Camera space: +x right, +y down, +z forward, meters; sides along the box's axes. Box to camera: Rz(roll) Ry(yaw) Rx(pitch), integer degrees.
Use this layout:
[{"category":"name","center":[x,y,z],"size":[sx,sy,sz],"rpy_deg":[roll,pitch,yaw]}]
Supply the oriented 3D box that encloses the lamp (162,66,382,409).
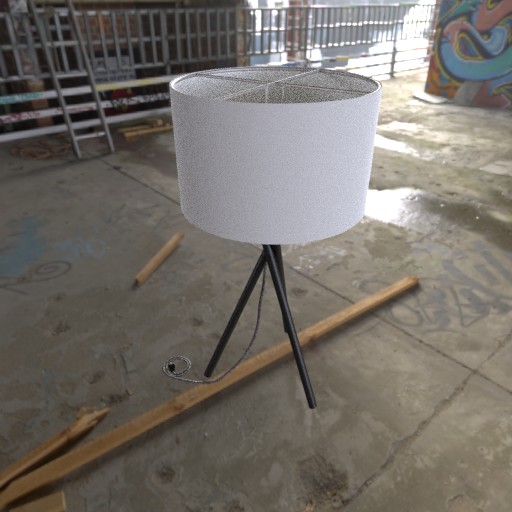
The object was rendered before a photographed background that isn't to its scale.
[{"category":"lamp","center":[0.000,0.000,0.912],"size":[0.422,0.674,0.353],"rpy_deg":[-11,33,-18]}]
